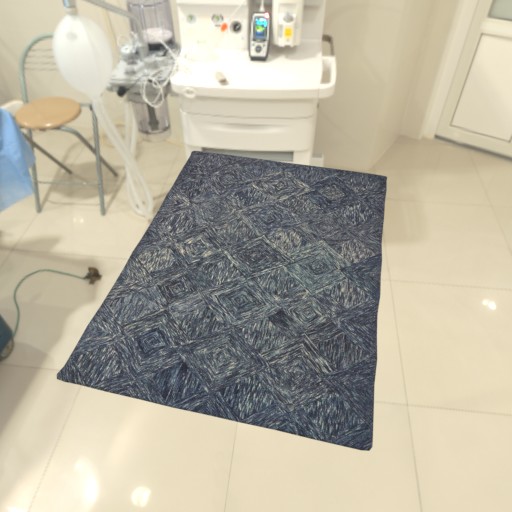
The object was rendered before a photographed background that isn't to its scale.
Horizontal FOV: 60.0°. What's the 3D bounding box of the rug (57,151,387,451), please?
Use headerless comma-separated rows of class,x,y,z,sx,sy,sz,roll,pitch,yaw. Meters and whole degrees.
rug,0.000,0.000,4.260,2.385,0.024,3.245,9,46,9
